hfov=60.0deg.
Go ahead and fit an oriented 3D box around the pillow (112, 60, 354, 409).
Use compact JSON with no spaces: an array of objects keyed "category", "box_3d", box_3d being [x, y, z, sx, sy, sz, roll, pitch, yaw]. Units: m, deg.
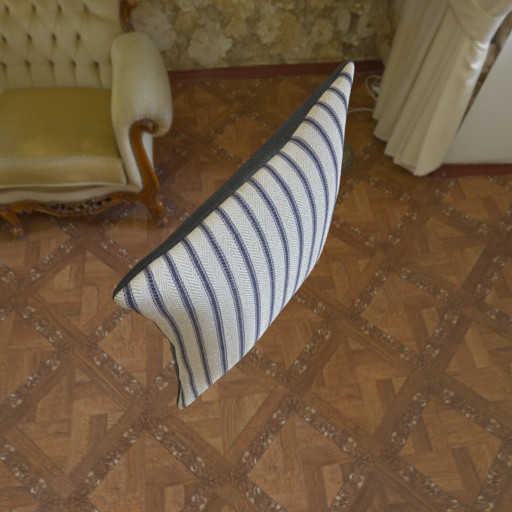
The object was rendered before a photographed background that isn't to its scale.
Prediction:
[{"category":"pillow","box_3d":[0.000,0.000,0.710,0.138,0.444,0.468,32,63,18]}]
